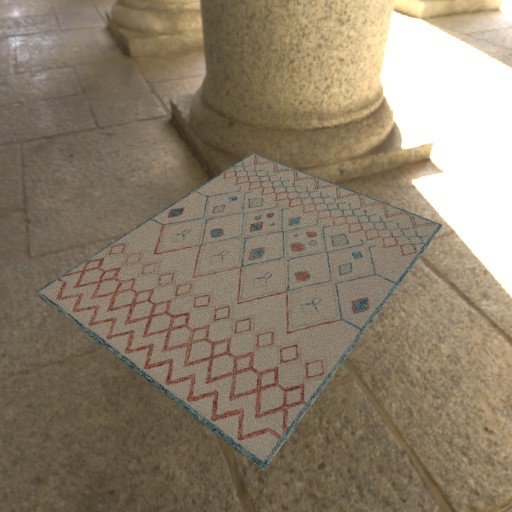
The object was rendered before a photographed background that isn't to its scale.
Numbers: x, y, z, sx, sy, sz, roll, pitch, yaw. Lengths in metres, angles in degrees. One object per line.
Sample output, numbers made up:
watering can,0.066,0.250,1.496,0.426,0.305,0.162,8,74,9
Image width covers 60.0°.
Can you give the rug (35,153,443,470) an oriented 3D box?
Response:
rug,0.000,0.000,4.137,2.441,0.016,3.050,27,48,27
